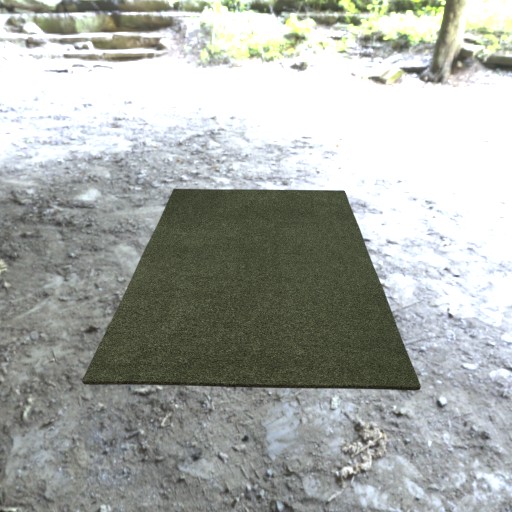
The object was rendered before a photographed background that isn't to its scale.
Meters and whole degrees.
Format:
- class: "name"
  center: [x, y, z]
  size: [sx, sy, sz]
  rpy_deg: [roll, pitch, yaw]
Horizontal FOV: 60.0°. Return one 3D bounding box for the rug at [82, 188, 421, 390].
- class: "rug"
  center: [0.000, 0.000, 3.506]
  size: [1.802, 0.026, 2.699]
  rpy_deg: [1, 31, 1]
